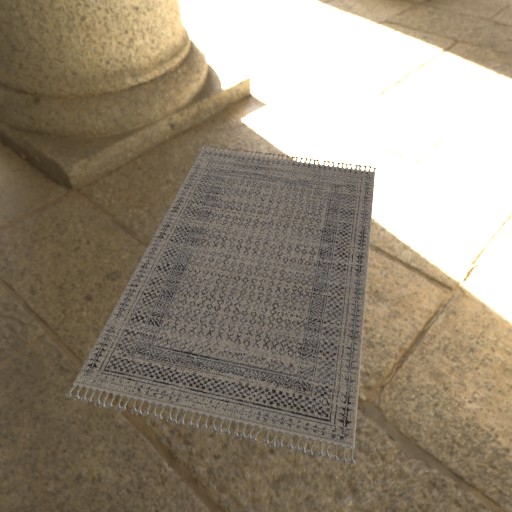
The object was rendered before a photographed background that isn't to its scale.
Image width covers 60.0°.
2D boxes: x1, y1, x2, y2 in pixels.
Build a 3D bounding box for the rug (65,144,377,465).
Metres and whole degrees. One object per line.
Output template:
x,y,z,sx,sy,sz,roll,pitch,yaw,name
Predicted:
0.000,0.000,3.066,1.548,0.013,2.486,10,48,9,rug
